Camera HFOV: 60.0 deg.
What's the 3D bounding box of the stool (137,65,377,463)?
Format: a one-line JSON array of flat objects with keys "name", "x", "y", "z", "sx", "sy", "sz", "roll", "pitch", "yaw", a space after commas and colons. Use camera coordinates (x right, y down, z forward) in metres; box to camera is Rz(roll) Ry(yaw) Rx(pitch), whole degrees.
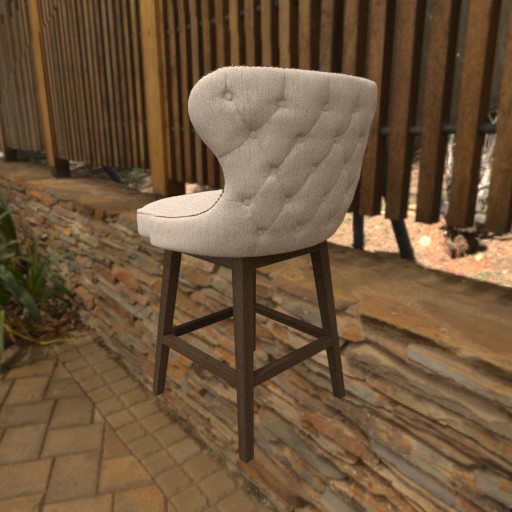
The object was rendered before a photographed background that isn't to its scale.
[{"name": "stool", "x": 0.000, "y": 0.000, "z": 1.318, "sx": 0.615, "sy": 0.972, "sz": 0.597, "roll": -15, "pitch": 21, "yaw": -42}]
